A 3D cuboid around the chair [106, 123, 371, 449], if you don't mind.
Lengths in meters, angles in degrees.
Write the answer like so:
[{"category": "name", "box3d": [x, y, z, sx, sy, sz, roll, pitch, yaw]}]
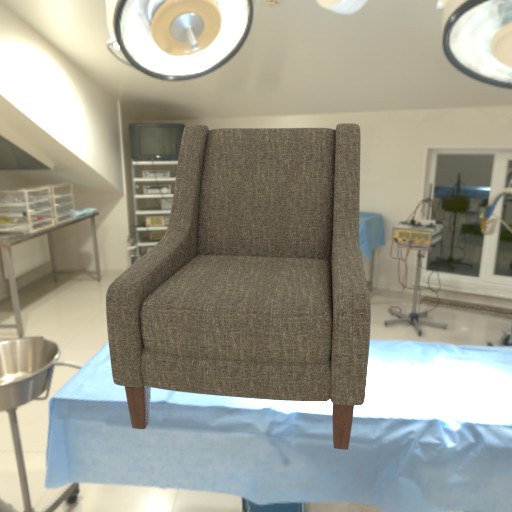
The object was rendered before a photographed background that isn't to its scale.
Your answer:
[{"category": "chair", "box3d": [0.000, 0.000, 1.701, 0.793, 1.012, 0.944, 2, 14, 9]}]
